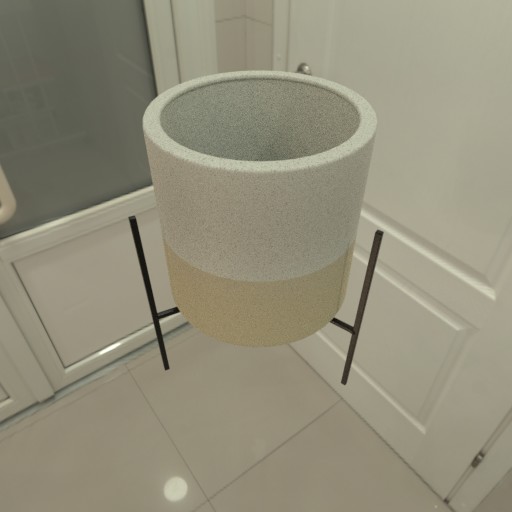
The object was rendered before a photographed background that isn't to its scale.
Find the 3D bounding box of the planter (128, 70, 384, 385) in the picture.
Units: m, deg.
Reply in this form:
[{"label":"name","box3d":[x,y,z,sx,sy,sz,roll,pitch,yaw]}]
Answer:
[{"label":"planter","box3d":[0.000,0.000,0.556,0.267,0.362,0.263,-26,48,-26]}]
